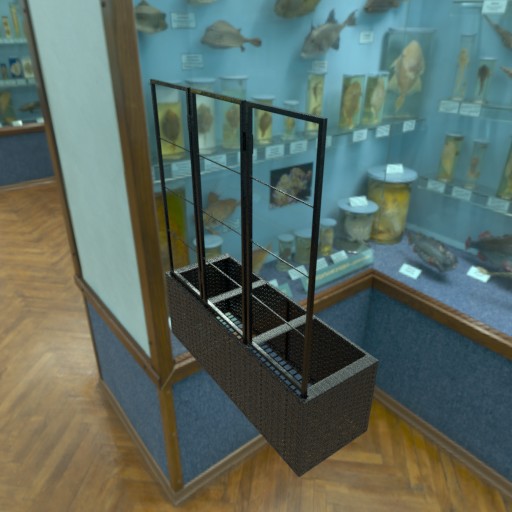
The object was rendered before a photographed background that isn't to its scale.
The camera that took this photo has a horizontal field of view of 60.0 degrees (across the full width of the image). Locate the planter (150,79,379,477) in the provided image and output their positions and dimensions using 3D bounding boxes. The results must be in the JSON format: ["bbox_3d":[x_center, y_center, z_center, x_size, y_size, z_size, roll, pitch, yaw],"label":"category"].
[{"bbox_3d":[0.000,0.000,1.186,0.244,0.841,0.699,-18,33,-31],"label":"planter"}]
